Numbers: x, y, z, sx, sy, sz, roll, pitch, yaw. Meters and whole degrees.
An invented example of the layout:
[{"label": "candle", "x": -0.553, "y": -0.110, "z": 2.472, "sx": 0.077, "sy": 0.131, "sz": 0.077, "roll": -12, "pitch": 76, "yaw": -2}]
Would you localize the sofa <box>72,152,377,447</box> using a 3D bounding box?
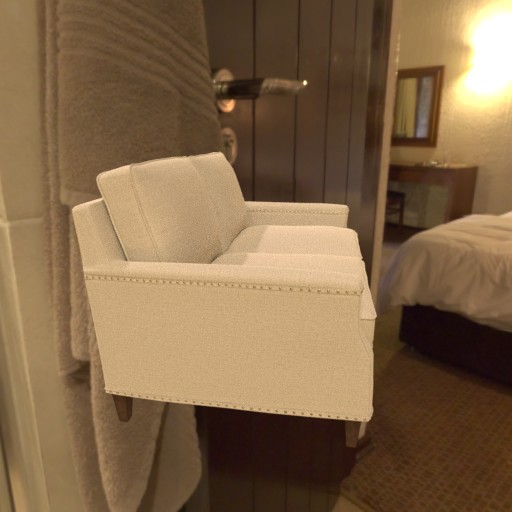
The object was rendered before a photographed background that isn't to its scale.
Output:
[{"label": "sofa", "x": 0.000, "y": 0.000, "z": 2.259, "sx": 1.084, "sy": 1.003, "sz": 1.597, "roll": 3, "pitch": 16, "yaw": 9}]
